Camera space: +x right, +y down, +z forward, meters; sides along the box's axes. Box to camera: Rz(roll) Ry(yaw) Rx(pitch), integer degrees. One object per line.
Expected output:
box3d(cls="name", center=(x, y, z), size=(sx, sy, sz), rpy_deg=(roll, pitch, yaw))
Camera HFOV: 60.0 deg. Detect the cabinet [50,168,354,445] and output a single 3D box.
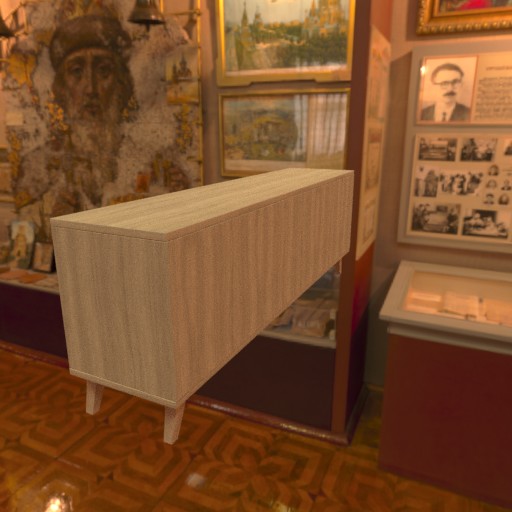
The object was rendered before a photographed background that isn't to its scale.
box3d(cls="cabinet", center=(0.000, 0.000, 2.474), size=(0.499, 0.779, 2.198), rpy_deg=(8, 18, 25))
